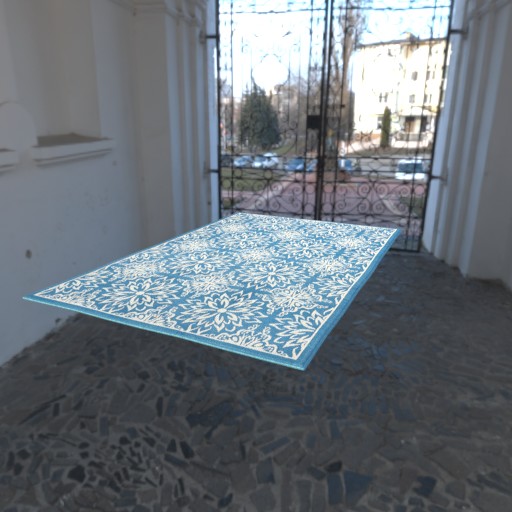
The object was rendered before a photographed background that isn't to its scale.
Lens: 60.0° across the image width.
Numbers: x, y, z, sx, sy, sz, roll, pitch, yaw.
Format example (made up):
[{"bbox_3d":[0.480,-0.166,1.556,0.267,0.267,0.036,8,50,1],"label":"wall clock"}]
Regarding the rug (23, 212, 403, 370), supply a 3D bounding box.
[{"bbox_3d":[0.000,0.000,3.512,1.830,0.018,2.769,8,19,25],"label":"rug"}]
